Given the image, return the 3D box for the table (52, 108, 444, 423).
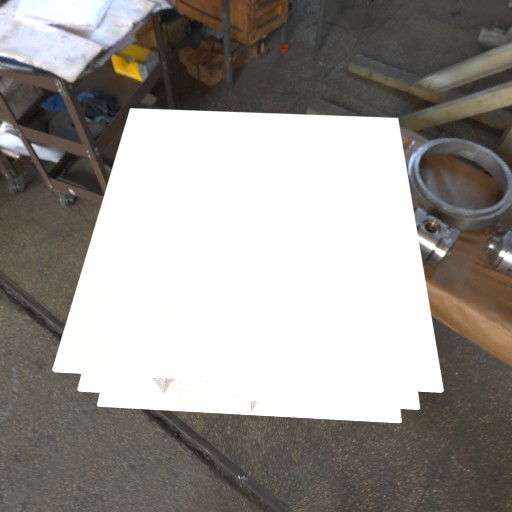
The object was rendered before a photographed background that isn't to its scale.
[{"bbox_3d":[0.000,0.000,1.097,0.700,0.289,0.700,3,58,2],"label":"table"}]
